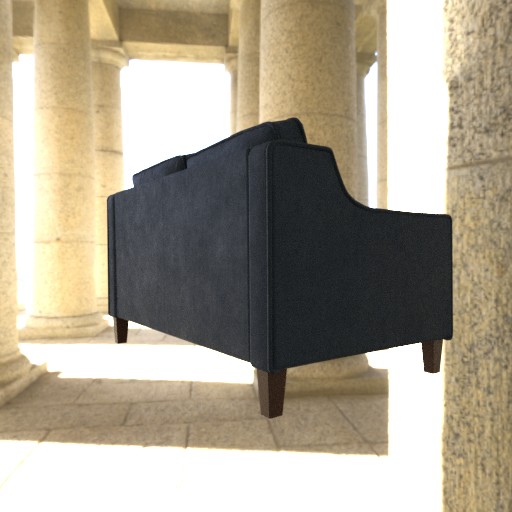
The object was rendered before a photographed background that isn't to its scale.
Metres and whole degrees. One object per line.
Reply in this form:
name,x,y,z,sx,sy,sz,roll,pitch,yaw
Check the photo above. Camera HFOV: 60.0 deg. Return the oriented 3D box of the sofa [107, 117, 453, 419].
sofa,0.000,0.000,2.168,0.987,0.971,1.501,0,0,-36
